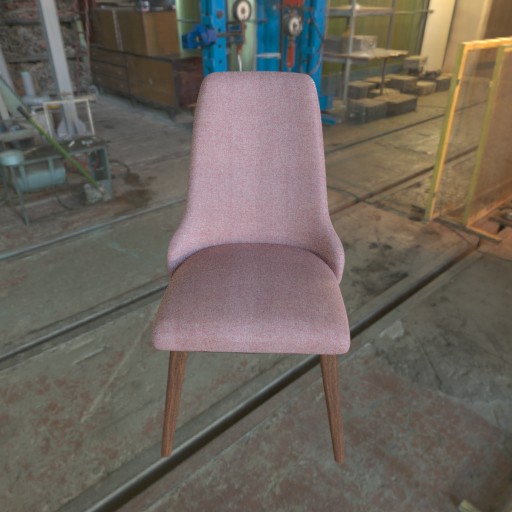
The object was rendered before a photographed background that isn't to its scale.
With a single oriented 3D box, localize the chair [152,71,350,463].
[{"bbox_3d":[0.000,0.000,1.307,0.535,0.918,0.707,1,31,2],"label":"chair"}]
